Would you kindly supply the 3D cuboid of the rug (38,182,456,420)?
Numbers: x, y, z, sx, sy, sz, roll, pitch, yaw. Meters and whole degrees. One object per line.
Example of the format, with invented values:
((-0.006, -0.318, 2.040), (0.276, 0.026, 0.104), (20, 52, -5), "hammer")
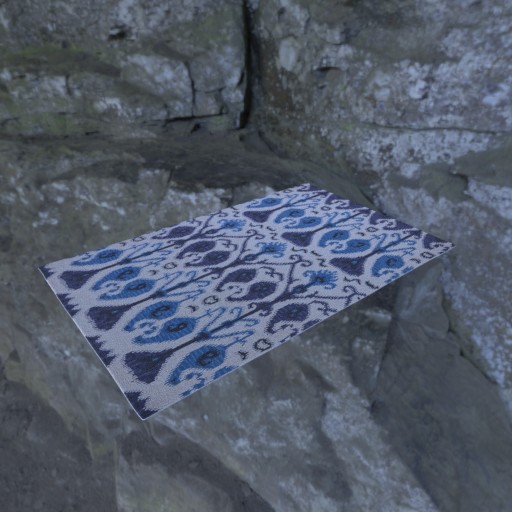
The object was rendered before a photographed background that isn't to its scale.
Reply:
((0.000, 0.000, 2.112), (1.698, 0.013, 1.072), (-22, 37, -32), "rug")
